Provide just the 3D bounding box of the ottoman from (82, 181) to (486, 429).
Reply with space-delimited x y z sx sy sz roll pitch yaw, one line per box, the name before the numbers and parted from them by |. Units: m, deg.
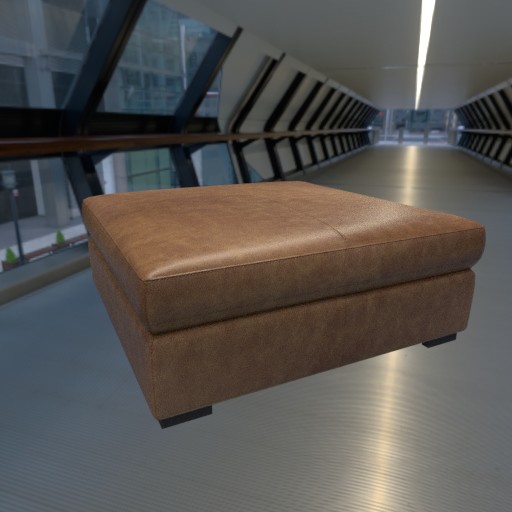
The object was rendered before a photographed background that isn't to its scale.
ottoman | 0.000 0.000 1.777 1.168 0.483 1.169 -8 19 -25
